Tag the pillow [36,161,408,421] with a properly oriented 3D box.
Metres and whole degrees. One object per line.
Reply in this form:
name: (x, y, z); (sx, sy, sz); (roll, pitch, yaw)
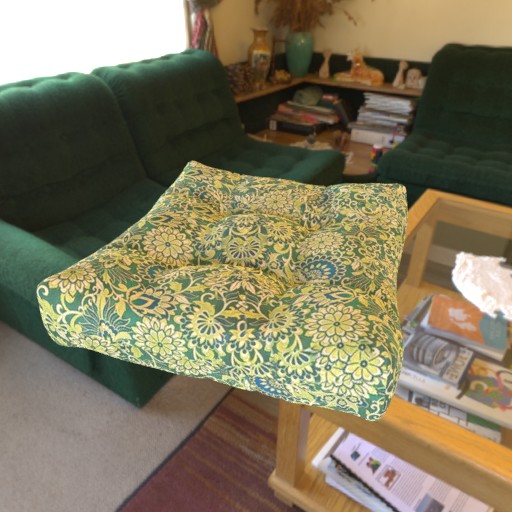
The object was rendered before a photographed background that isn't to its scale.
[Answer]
pillow: (0.000, 0.000, 0.722); (0.468, 0.128, 0.490); (9, 33, 14)
